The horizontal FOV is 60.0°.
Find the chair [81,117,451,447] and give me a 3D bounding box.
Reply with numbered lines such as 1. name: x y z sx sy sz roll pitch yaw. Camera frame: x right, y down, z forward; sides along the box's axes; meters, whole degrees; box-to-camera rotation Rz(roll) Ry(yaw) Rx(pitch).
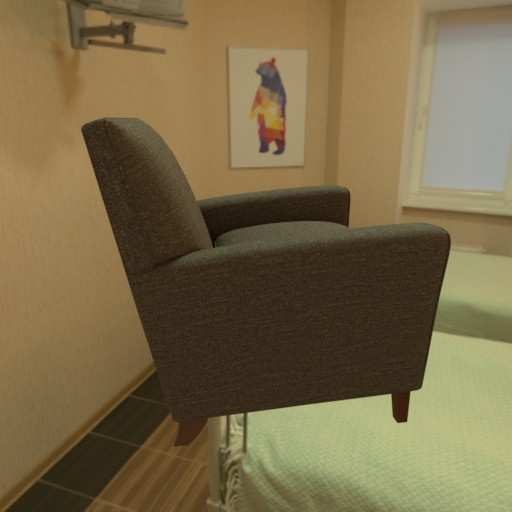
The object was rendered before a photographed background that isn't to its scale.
1. chair: 0.000 0.000 1.488 0.875 0.885 0.838 -3 17 -9
